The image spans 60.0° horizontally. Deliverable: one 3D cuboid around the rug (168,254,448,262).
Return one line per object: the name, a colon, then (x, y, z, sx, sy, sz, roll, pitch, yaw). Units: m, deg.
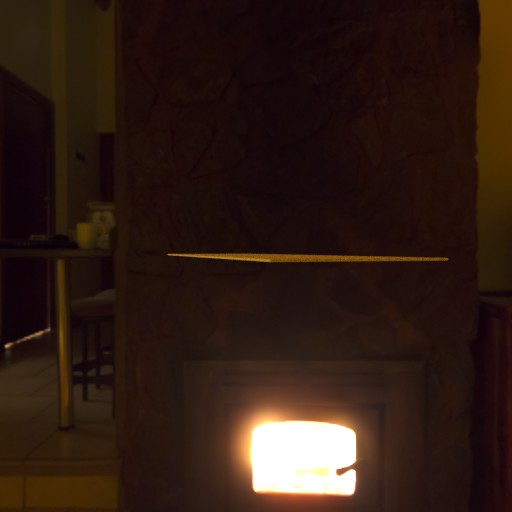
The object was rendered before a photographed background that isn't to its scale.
rug: (0.000, 0.000, 2.755, 0.750, 0.009, 2.435, 0, 1, -19)
